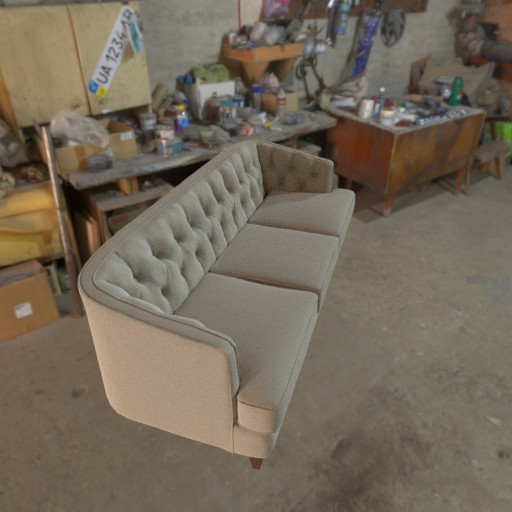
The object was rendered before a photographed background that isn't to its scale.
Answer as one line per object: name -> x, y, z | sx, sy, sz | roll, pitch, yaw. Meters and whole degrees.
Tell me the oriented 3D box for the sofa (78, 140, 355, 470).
sofa -> 0.000, 0.000, 2.709 | 0.941, 0.855, 2.278 | 10, 32, 16
